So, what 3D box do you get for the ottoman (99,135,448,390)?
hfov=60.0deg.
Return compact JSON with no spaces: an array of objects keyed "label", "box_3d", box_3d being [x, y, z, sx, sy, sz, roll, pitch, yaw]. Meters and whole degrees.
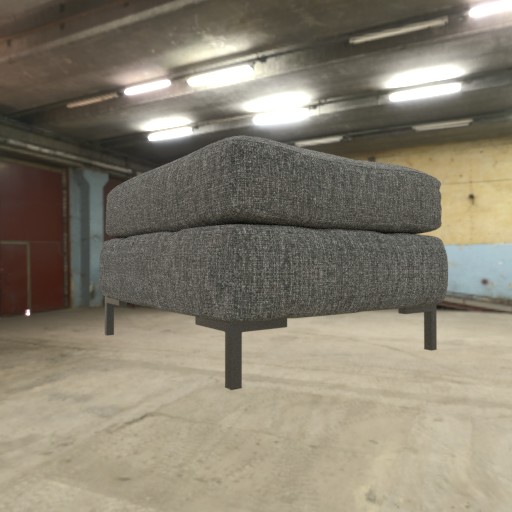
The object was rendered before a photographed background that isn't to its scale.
[{"label":"ottoman","box_3d":[0.000,0.000,1.246,0.683,0.480,0.828,1,-1,-35]}]
